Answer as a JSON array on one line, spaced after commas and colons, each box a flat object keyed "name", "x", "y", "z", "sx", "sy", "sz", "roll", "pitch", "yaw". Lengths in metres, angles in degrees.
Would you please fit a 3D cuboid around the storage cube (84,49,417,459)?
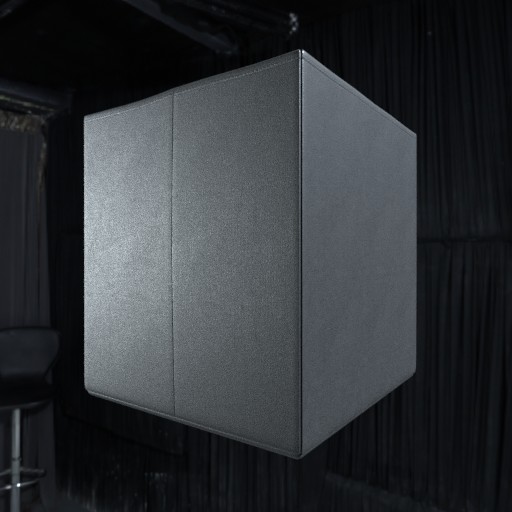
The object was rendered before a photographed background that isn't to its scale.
[{"name": "storage cube", "x": 0.000, "y": 0.000, "z": 0.482, "sx": 0.270, "sy": 0.280, "sz": 0.270, "roll": 0, "pitch": 0, "yaw": 36}]
